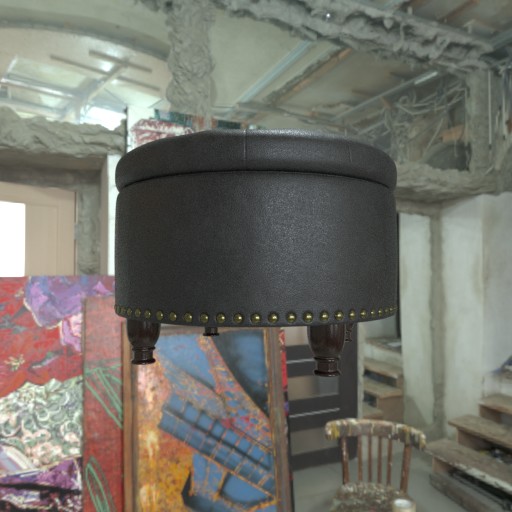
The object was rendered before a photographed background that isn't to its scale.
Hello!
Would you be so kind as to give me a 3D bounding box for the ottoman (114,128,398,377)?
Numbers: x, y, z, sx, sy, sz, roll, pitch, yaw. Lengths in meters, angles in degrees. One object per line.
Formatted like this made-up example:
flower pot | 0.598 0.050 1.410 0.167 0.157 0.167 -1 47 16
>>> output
ottoman | 0.000 0.000 1.045 0.637 0.442 0.637 0 -2 0
